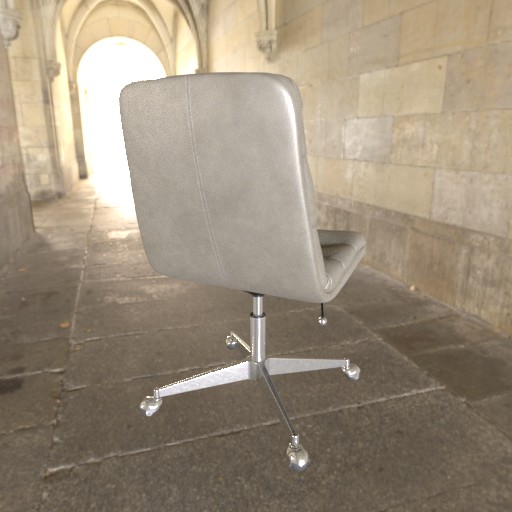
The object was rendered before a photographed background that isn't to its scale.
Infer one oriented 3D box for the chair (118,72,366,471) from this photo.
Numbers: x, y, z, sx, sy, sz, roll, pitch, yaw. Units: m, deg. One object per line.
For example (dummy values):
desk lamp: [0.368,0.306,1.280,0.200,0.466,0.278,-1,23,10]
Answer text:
chair: [0.000,0.000,1.019,0.422,0.738,0.485,8,17,26]
